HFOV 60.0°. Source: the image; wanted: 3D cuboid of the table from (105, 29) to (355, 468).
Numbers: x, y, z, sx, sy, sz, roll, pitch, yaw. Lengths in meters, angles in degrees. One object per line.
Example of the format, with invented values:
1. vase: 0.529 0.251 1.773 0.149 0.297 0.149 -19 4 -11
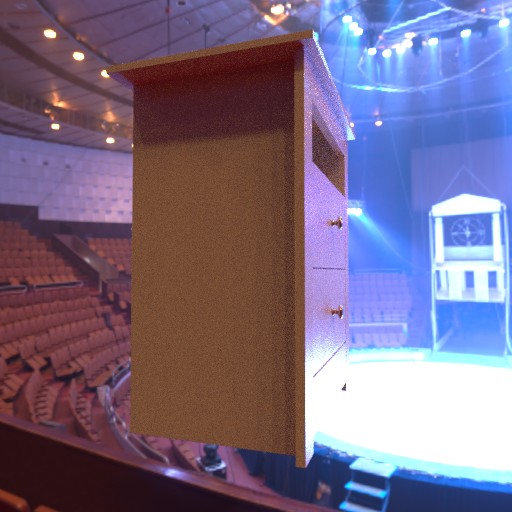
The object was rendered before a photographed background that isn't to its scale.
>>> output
1. table: 0.000 0.000 1.049 0.406 0.711 0.589 -1 -2 19
